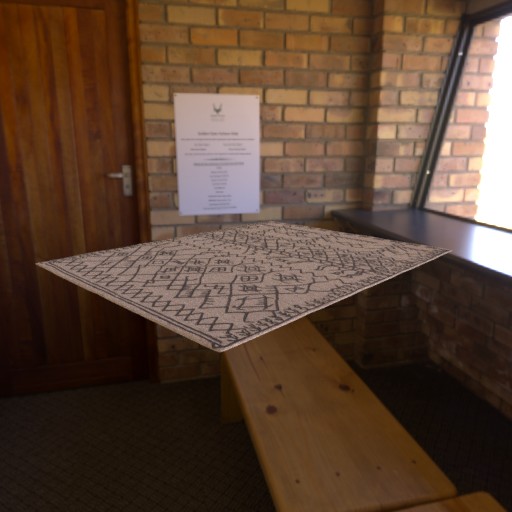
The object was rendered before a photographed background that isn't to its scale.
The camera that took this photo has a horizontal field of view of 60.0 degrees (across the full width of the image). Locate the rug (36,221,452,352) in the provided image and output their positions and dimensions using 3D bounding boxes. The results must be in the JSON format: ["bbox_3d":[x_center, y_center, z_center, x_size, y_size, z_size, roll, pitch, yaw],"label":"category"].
[{"bbox_3d":[0.000,0.000,3.298,1.964,0.025,2.455,13,20,42],"label":"rug"}]
